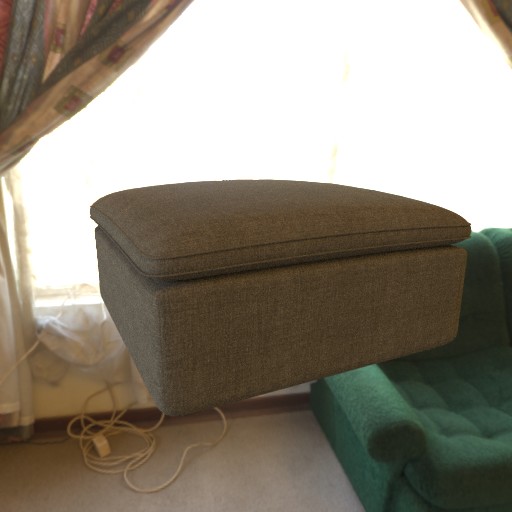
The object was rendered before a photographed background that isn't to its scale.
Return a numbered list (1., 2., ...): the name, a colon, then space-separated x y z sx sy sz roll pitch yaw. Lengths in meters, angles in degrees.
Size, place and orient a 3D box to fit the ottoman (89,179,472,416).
1. ottoman: 0.000 0.000 1.669 1.067 0.559 1.067 -7 15 -26
